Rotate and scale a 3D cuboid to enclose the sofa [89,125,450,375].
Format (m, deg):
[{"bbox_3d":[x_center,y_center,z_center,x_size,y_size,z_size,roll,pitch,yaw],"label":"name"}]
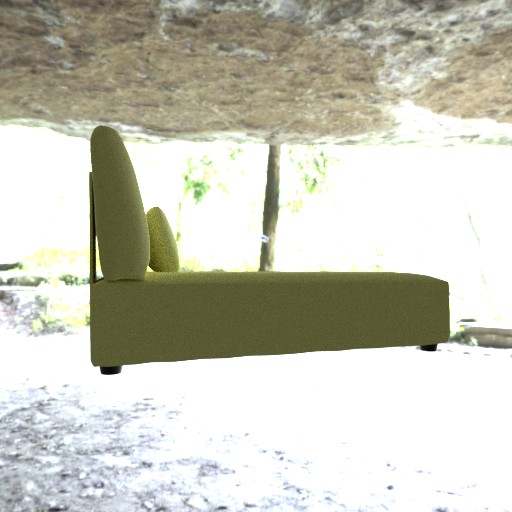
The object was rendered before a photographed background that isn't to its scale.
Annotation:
[{"bbox_3d":[0.000,0.000,2.077,1.450,0.820,0.930,1,-2,-19],"label":"sofa"}]
